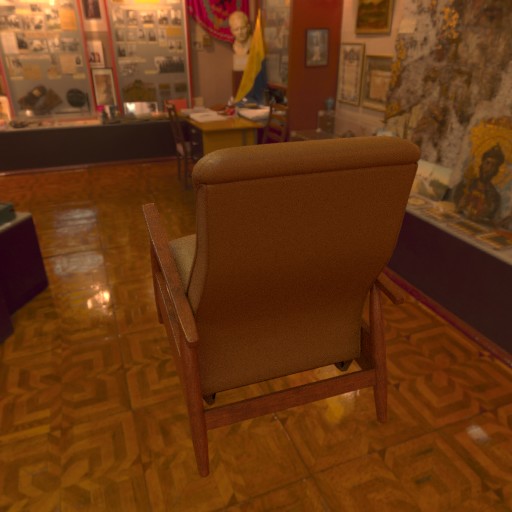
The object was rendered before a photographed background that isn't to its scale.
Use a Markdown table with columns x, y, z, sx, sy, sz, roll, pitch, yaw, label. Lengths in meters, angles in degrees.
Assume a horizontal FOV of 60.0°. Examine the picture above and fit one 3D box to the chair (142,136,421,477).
| x | y | z | sx | sy | sz | roll | pitch | yaw | label |
| --- | --- | --- | --- | --- | --- | --- | --- | --- | --- |
| 0.000 | 0.000 | 1.763 | 0.762 | 1.082 | 1.014 | -9 | 28 | -17 | chair |
